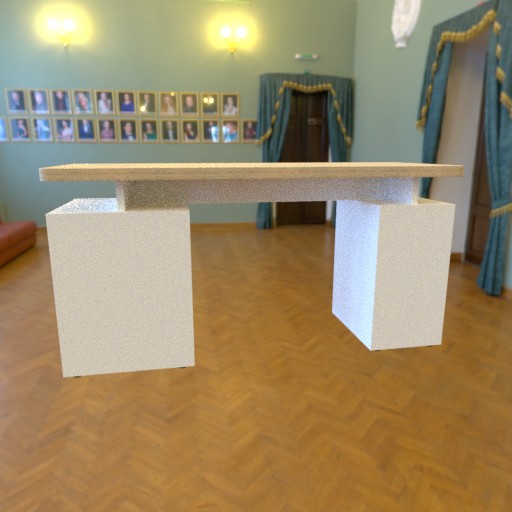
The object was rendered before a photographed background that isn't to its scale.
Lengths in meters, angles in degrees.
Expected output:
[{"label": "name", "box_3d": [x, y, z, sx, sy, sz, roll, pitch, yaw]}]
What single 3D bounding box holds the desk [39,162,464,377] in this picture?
[{"label": "desk", "box_3d": [0.000, 0.000, 1.870, 1.500, 0.755, 0.550, -2, 14, -10]}]
